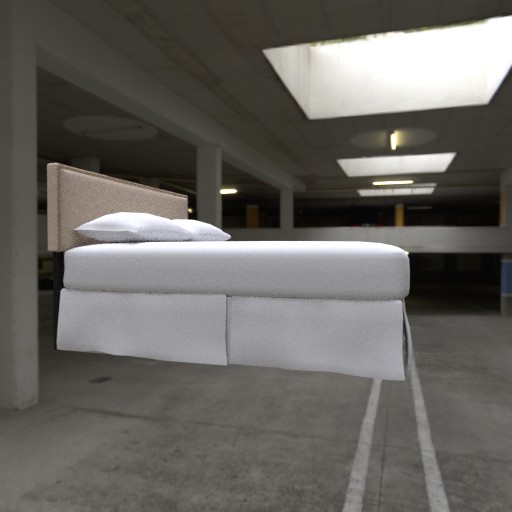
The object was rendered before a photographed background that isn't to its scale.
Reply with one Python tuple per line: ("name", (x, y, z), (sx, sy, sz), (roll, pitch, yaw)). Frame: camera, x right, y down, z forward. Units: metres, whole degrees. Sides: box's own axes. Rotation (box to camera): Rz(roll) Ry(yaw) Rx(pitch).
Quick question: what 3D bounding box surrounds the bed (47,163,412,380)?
("bed", (0.000, 0.000, 2.866), (1.876, 1.016, 1.616), (0, 1, 17))
